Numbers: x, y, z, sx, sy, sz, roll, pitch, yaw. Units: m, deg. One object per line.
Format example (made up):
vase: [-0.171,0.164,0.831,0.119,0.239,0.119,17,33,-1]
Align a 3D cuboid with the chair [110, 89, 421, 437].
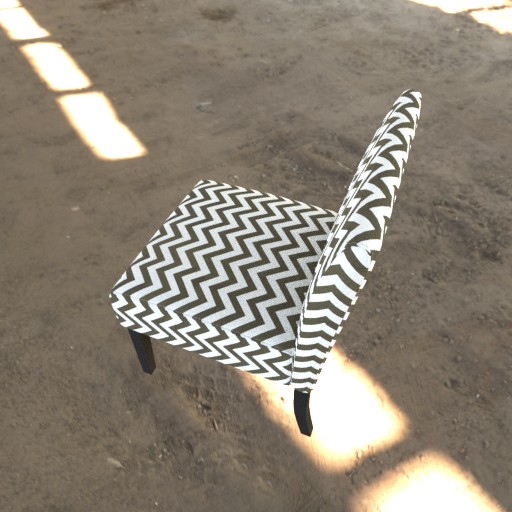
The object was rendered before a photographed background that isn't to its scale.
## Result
chair: [0.000,0.000,1.258,0.648,0.838,0.589,16,48,15]
